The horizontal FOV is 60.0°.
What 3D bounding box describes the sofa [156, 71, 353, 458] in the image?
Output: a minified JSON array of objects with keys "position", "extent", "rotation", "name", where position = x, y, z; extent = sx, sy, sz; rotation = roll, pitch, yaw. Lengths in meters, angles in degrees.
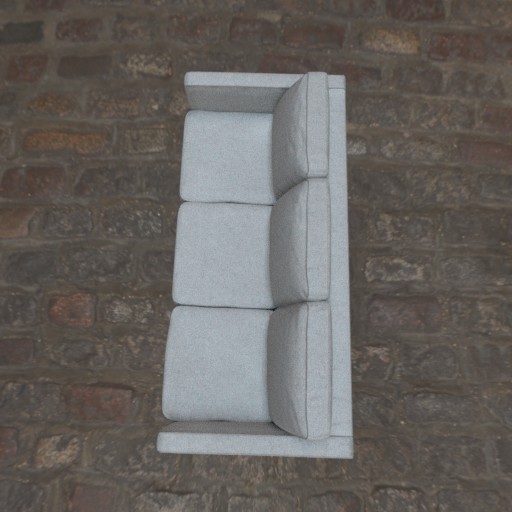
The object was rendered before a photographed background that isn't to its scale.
[{"position":[0.000,0.000,2.479],"extent":[0.944,0.918,1.983],"rotation":[2,76,0],"name":"sofa"}]
